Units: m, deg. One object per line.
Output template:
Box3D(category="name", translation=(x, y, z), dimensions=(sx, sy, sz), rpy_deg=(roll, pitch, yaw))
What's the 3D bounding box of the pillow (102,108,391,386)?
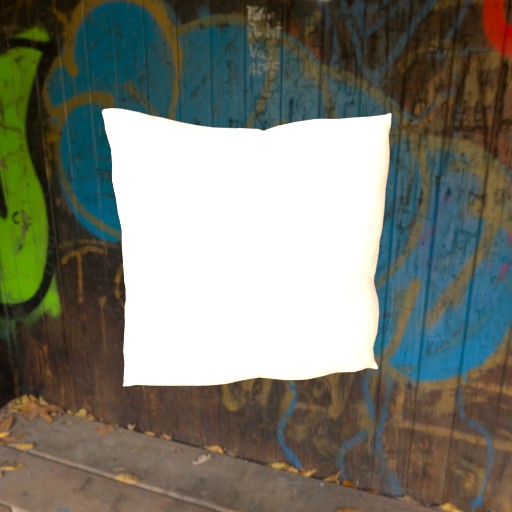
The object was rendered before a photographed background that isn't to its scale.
Box3D(category="pillow", translation=(0.000, 0.000, 0.713), dimensions=(0.450, 0.448, 0.245), rpy_deg=(-2, 15, -8))
